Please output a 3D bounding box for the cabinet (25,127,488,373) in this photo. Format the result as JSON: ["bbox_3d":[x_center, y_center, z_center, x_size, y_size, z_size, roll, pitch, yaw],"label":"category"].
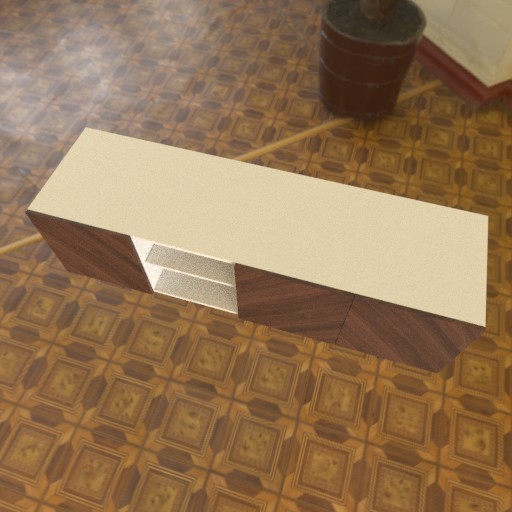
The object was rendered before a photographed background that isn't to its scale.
[{"bbox_3d":[0.000,0.000,1.717,1.499,0.533,0.431,14,59,9],"label":"cabinet"}]
